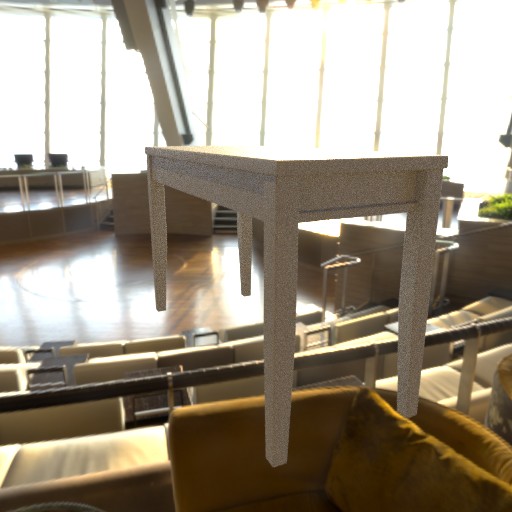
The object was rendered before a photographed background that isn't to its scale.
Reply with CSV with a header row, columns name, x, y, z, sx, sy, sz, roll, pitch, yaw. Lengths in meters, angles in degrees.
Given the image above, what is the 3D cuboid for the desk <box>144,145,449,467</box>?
name,x,y,z,sx,sy,sz,roll,pitch,yaw
desk,0.000,0.000,1.661,0.508,0.775,1.220,-8,17,-25
